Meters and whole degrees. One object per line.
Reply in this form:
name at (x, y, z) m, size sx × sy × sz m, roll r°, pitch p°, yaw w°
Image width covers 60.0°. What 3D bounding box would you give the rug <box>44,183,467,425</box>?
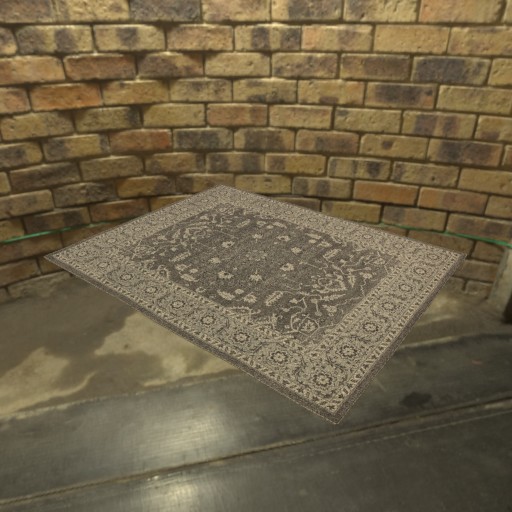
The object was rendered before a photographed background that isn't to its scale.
rug at (0.000, 0.000, 4.090) m, size 3.069 × 0.026 × 2.451 m, roll 21°, pitch 36°, yaw 33°
